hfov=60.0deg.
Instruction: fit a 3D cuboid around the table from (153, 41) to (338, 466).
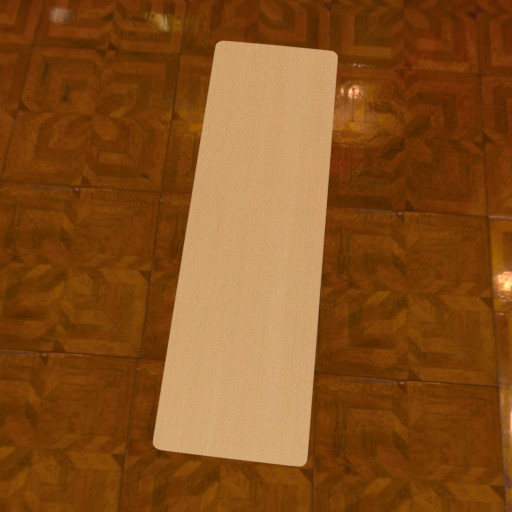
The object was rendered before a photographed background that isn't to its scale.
[{"bbox_3d":[0.000,0.000,1.798,0.446,0.750,1.397,6,75,2],"label":"table"}]
